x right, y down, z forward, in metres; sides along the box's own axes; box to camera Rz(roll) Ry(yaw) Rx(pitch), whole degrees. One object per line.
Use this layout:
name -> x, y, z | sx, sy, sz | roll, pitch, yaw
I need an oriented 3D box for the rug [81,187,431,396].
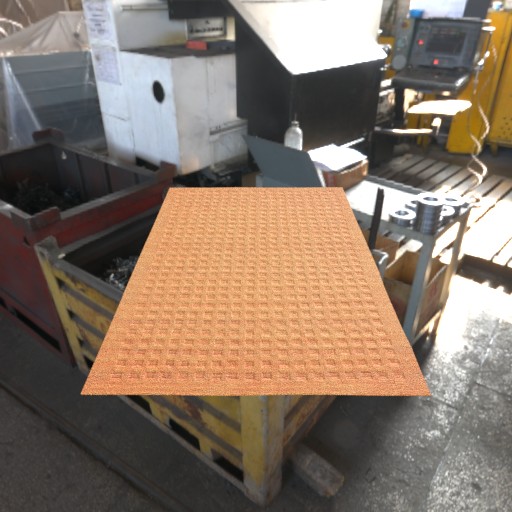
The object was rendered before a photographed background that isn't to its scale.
rug -> 0.000, 0.000, 2.185 | 1.143, 0.006, 1.747 | 0, 31, 0
